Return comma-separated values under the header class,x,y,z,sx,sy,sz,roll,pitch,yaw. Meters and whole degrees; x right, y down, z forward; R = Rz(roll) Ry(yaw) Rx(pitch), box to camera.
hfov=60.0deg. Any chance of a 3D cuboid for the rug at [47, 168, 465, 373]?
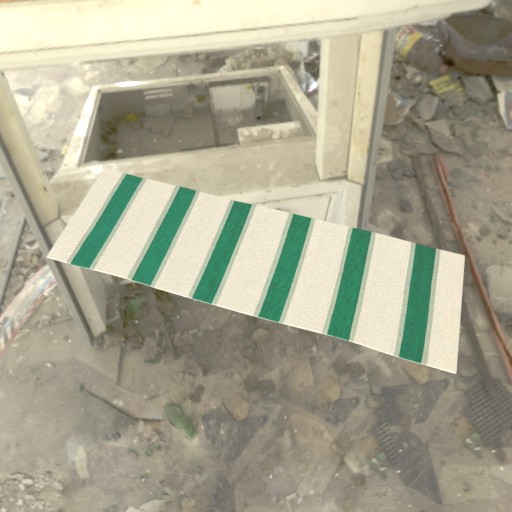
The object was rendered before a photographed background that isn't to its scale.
class,x,y,z,sx,sy,sz,roll,pitch,yaw
rug,0.000,0.000,2.710,2.438,0.012,0.768,15,60,9
